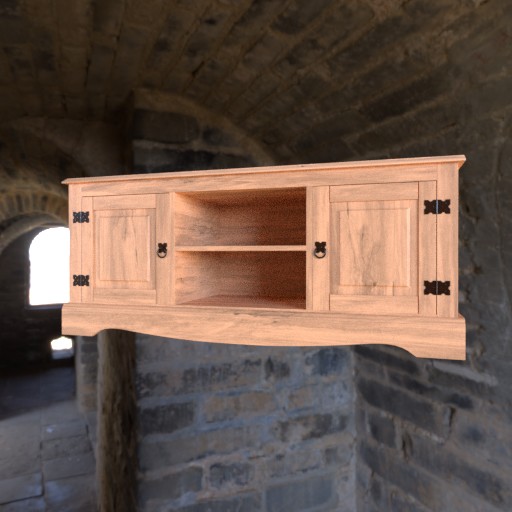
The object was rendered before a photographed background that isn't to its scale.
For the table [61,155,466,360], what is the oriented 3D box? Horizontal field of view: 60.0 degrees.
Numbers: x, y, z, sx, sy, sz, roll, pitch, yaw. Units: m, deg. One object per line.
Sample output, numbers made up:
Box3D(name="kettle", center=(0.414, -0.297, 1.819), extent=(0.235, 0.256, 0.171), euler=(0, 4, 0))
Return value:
Box3D(name="table", center=(0.000, 0.000, 1.456), extent=(1.200, 0.510, 0.400), euler=(0, 0, 17))
